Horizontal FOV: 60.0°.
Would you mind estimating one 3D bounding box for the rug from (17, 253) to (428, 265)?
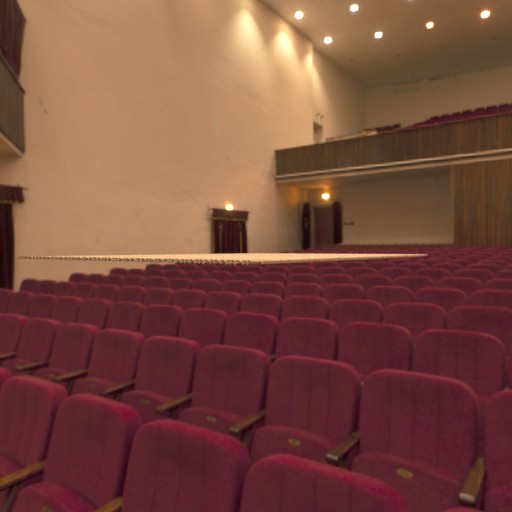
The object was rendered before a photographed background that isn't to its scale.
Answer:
[{"bbox_3d":[0.000,0.000,2.235,1.223,0.015,1.771,1,1,35],"label":"rug"}]
